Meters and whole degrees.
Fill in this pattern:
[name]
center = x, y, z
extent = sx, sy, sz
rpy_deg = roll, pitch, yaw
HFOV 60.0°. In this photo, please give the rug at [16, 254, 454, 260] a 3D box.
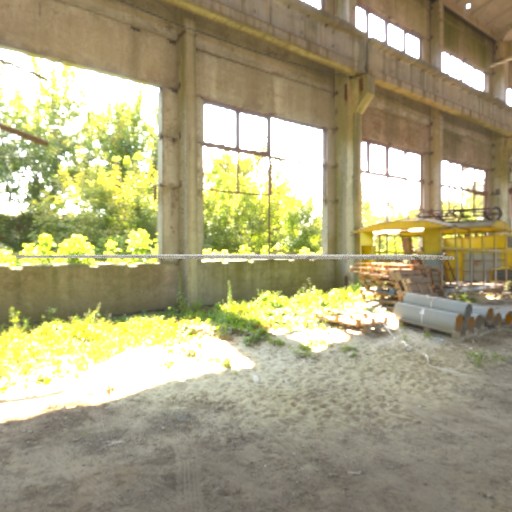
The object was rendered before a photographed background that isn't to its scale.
[rug]
center = 0.000, 0.000, 4.046
extent = 3.038, 0.019, 2.420
rpy_deg = 0, 0, 17
